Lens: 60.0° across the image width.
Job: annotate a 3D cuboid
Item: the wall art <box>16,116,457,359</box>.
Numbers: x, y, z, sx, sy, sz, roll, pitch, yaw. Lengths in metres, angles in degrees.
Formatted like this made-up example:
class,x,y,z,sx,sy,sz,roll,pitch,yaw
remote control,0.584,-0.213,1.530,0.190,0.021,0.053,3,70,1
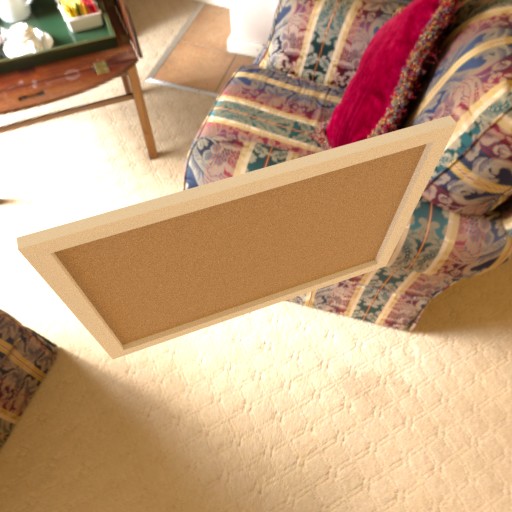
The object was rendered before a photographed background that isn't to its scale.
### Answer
class,x,y,z,sx,sy,sz,roll,pitch,yaw
wall art,0.000,0.000,1.424,1.144,0.767,0.038,-18,60,-10
